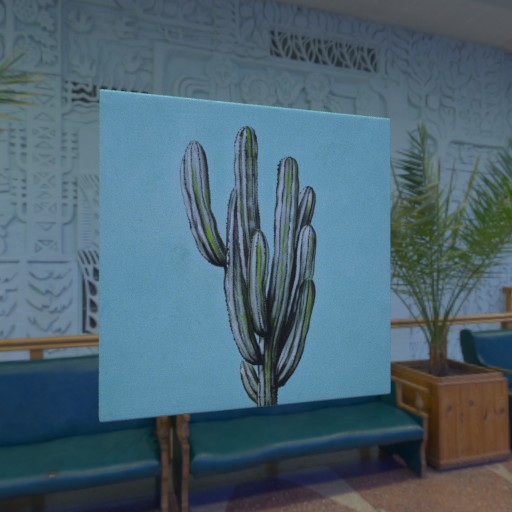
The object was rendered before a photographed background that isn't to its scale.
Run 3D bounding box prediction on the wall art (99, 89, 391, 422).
[{"bbox_3d":[0.000,0.000,1.149,0.765,0.766,0.054,0,0,-17],"label":"wall art"}]
